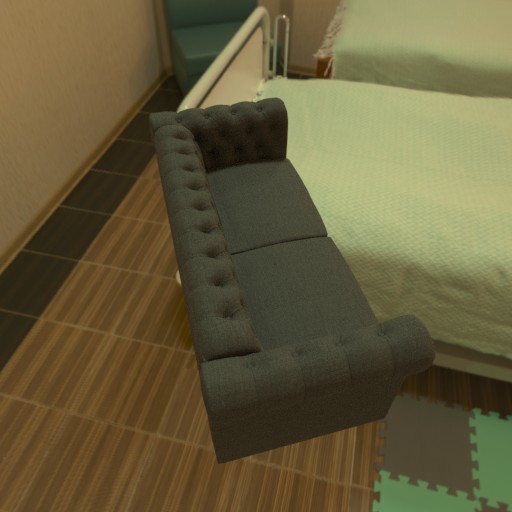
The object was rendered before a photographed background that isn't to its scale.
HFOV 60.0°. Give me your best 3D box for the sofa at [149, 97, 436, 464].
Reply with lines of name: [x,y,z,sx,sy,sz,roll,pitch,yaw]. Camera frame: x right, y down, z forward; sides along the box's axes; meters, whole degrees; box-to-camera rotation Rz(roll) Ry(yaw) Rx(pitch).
sofa: [0.000,0.000,2.214,0.783,0.797,1.798,-11,48,-10]
